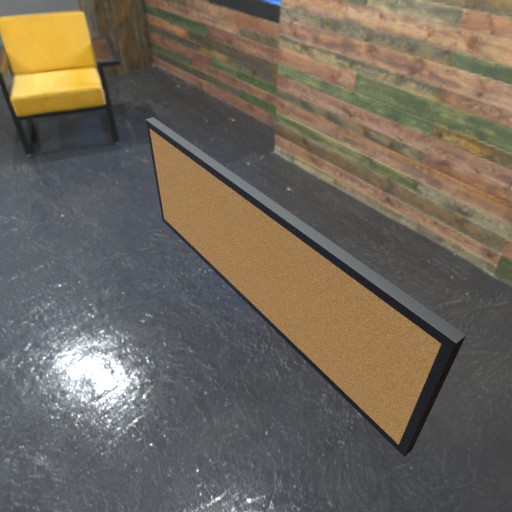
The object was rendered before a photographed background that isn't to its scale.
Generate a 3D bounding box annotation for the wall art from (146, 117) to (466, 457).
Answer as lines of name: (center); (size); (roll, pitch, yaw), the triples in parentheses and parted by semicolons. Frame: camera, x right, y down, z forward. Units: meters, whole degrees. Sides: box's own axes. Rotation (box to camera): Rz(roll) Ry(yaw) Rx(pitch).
wall art: (0.000, 0.000, 1.682); (0.041, 0.554, 1.572); (-26, 47, -28)
